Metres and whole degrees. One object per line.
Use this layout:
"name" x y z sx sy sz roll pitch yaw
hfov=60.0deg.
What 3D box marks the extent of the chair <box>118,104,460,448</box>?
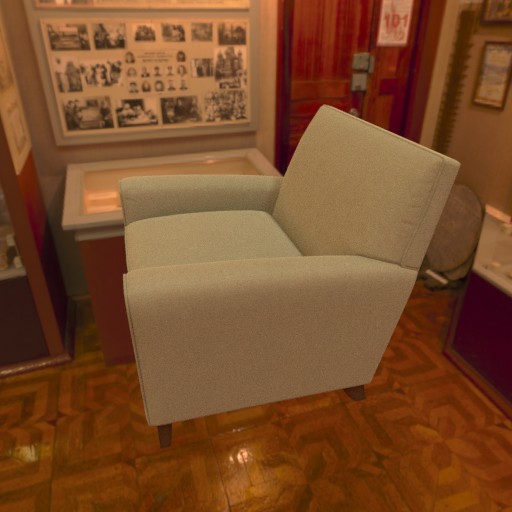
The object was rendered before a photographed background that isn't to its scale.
"chair" 0.000 0.000 1.539 0.871 0.846 0.840 -8 30 -14
